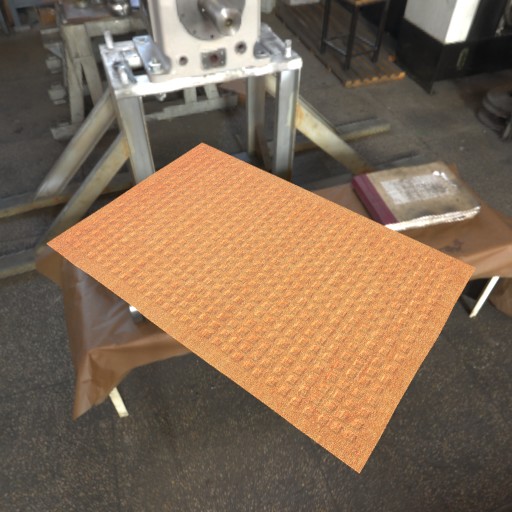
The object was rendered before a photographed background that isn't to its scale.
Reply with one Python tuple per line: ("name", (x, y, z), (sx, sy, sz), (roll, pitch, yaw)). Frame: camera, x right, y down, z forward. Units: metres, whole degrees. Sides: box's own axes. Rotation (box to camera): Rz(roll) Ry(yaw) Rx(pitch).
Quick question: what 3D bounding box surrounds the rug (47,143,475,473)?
("rug", (0.000, 0.000, 2.144), (1.747, 0.006, 1.143), (29, 54, 25))
